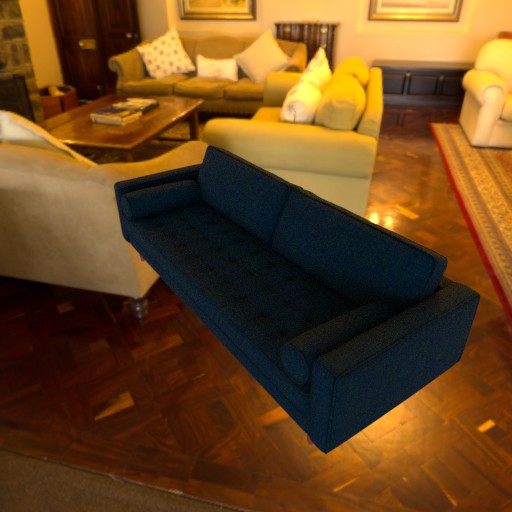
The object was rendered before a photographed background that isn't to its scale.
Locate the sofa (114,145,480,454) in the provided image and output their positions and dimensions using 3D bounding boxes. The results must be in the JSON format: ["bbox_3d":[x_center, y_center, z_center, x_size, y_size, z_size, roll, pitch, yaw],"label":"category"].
[{"bbox_3d":[0.000,0.000,2.600,0.914,0.762,2.210,-20,36,-29],"label":"sofa"}]
